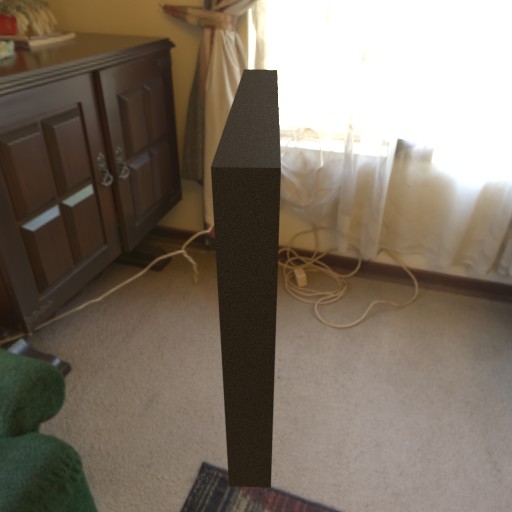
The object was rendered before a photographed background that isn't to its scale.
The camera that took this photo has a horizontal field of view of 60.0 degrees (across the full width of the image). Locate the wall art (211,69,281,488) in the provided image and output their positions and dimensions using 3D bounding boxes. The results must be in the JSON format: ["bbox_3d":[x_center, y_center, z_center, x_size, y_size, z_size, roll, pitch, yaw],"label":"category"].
[{"bbox_3d":[0.000,0.000,0.450,0.038,0.304,0.304,1,32,2],"label":"wall art"}]
